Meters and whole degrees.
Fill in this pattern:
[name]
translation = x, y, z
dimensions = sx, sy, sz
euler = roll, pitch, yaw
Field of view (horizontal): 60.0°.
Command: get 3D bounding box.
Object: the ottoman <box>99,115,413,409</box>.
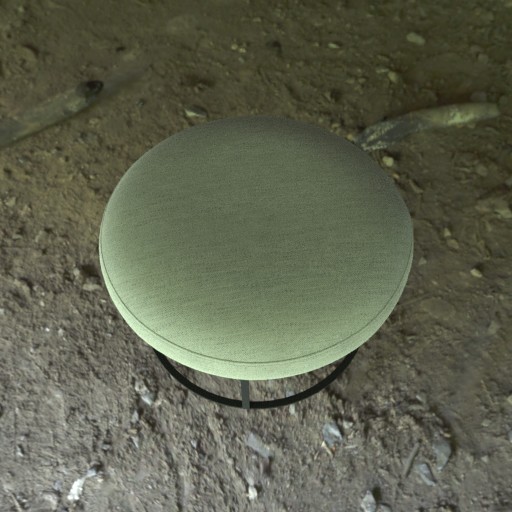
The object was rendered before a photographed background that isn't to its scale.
[ottoman]
translation = 0.000, 0.000, 1.222
dimensions = 0.769, 0.459, 0.769
euler = 0, 56, 0
